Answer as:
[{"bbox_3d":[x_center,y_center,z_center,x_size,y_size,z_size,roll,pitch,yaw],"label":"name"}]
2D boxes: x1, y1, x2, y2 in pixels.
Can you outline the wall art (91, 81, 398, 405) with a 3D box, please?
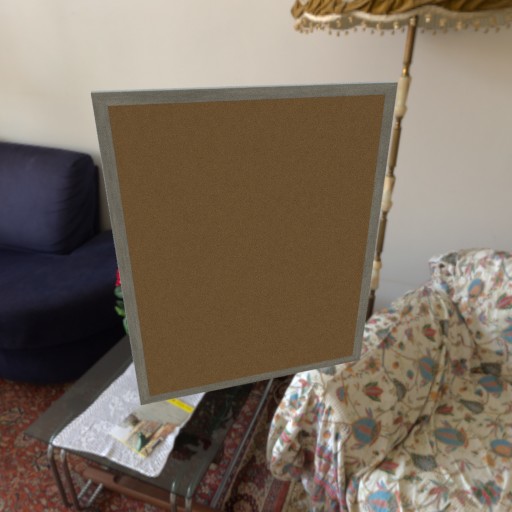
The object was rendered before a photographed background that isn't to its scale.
[{"bbox_3d":[0.000,0.000,0.809,0.479,0.582,0.022,-8,28,-14],"label":"wall art"}]
